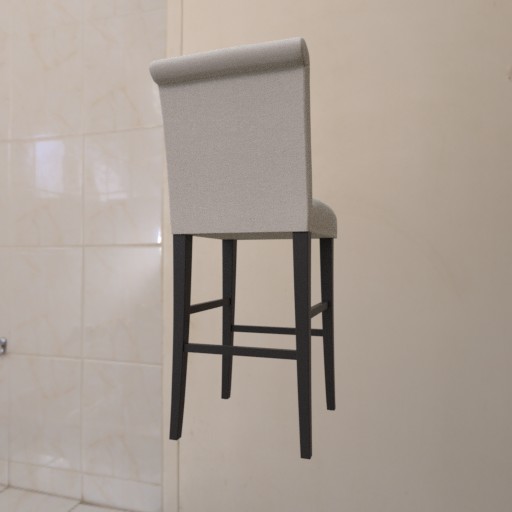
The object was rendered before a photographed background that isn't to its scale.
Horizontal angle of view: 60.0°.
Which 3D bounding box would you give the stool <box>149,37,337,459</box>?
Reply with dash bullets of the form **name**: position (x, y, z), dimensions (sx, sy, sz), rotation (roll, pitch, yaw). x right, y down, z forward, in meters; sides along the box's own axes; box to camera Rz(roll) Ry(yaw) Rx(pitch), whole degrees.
- **stool**: position (0.000, 0.000, 1.455), dimensions (0.452, 1.124, 0.597), rotation (0, -1, 18)
